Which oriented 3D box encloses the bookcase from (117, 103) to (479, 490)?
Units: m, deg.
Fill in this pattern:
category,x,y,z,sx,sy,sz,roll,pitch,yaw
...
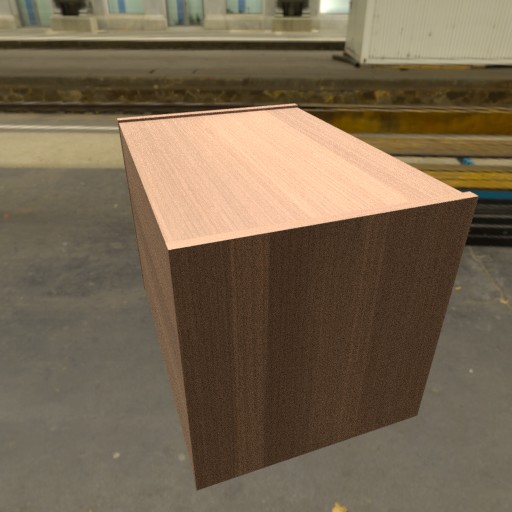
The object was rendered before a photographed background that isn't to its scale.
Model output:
category,x,y,z,sx,sy,sz,roll,pitch,yaw
bookcase,0.000,0.000,0.616,0.290,0.305,0.415,-11,33,-17
